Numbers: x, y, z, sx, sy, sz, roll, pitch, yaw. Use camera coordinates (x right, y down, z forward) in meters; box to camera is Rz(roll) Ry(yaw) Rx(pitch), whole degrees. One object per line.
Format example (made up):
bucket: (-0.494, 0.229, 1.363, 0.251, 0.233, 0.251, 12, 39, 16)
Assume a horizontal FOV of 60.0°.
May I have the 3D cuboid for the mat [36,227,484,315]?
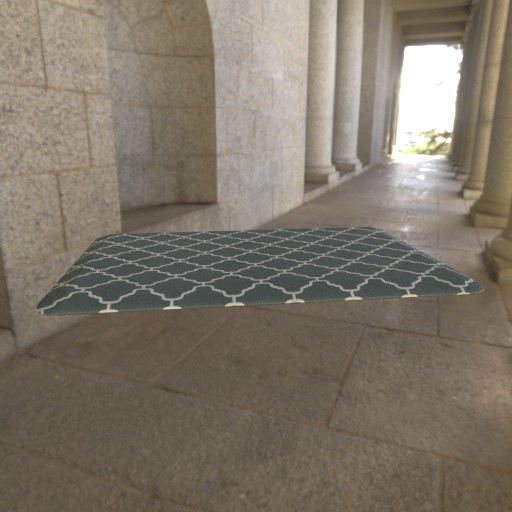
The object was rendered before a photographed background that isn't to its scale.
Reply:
mat: (0.000, 0.000, 0.958, 0.762, 0.021, 0.508, -2, 16, -7)
